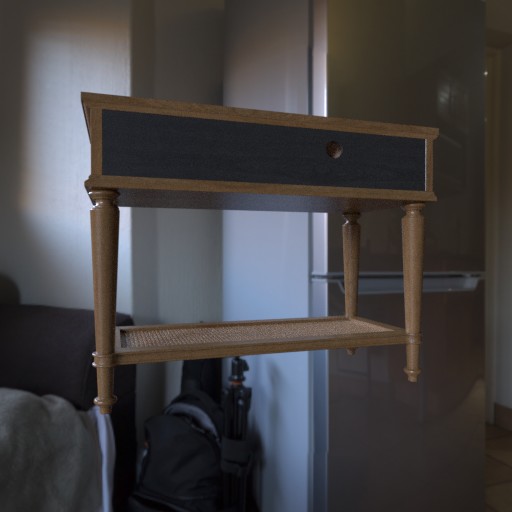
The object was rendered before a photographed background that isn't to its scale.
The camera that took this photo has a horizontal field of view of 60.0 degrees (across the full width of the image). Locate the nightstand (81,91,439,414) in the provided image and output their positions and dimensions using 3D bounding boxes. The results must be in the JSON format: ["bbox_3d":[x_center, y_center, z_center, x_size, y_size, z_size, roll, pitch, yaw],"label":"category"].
[{"bbox_3d":[0.000,0.000,1.283,0.914,0.700,0.432,0,1,-18],"label":"nightstand"}]
